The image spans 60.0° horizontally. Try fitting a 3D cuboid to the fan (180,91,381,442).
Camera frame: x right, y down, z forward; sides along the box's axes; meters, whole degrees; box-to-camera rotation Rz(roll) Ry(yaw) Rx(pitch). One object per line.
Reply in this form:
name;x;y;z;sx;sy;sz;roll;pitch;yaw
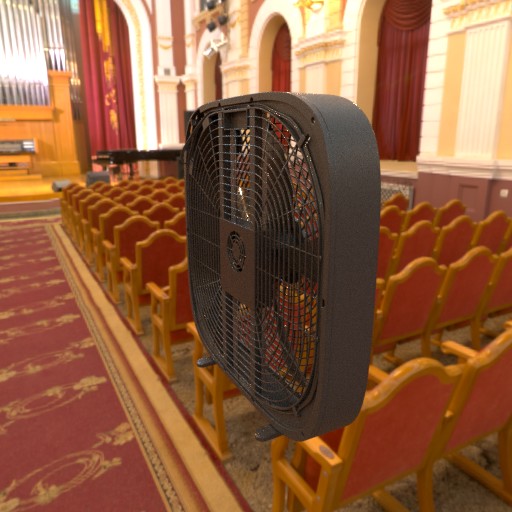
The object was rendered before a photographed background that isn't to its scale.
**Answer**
fan;0.000;0.000;0.790;0.142;0.533;0.526;-8;17;-27
